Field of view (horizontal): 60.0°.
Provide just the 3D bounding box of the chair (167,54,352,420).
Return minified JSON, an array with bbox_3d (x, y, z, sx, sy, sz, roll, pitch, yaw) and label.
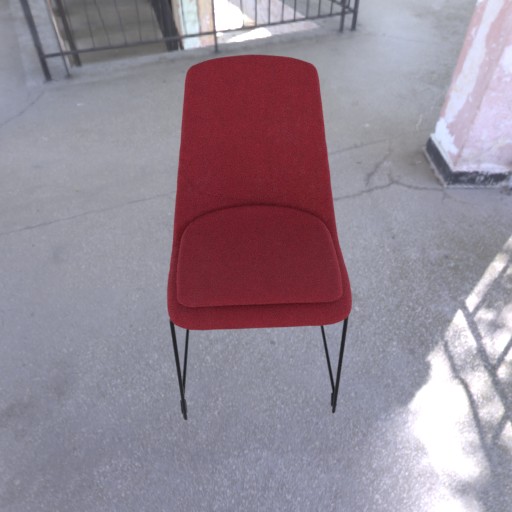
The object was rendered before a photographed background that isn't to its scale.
[{"bbox_3d":[0.000,0.000,1.183,0.479,0.858,0.518,-2,45,-2],"label":"chair"}]
